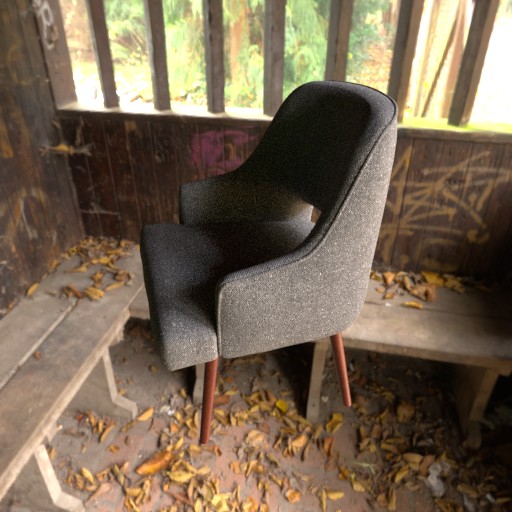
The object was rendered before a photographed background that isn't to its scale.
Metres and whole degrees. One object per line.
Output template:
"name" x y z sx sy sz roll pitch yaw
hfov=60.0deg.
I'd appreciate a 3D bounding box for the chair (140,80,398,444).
"chair" 0.000 0.000 1.256 0.629 0.875 0.608 -9 32 -14
